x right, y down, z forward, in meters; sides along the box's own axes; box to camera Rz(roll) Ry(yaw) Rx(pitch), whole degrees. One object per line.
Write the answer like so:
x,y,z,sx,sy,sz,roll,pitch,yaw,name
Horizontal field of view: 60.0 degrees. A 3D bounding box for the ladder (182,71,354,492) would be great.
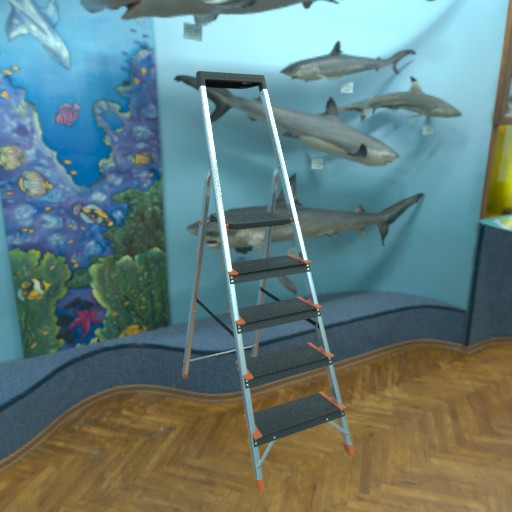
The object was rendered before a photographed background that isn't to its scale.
0.000,0.000,2.073,0.480,1.646,0.995,-8,17,-26,ladder
